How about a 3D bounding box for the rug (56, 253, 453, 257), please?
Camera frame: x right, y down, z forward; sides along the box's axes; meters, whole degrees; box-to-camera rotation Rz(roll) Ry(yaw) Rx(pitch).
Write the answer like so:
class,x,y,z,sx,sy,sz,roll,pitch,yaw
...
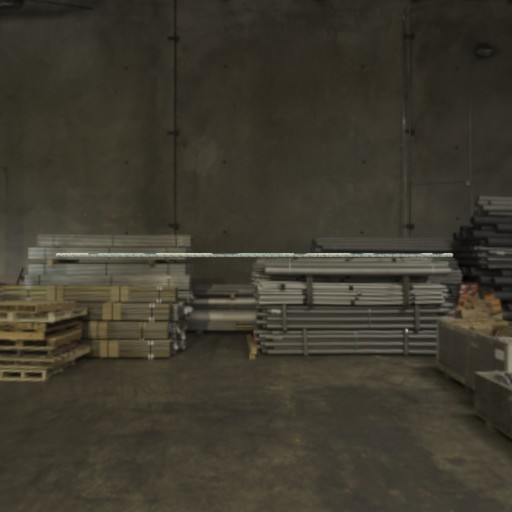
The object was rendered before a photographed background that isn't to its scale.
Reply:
class,x,y,z,sx,sy,sz,roll,pitch,yaw
rug,0.000,0.000,2.906,1.518,0.015,2.438,0,0,0
